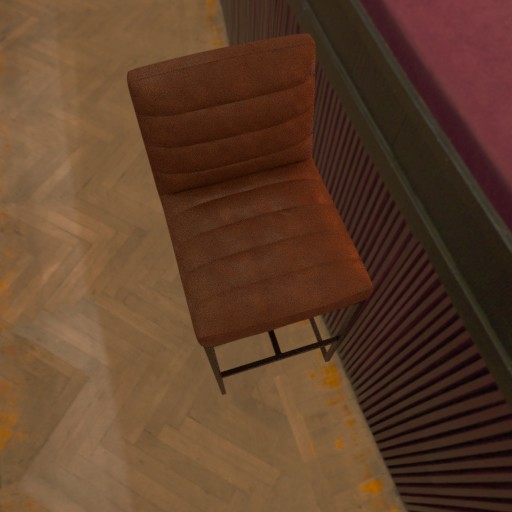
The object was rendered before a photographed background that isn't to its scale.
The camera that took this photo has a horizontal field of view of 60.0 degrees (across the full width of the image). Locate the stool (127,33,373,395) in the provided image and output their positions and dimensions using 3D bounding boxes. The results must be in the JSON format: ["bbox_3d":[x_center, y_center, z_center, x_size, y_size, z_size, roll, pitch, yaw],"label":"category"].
[{"bbox_3d":[0.000,0.000,1.355,0.463,1.065,0.562,-15,64,-8],"label":"stool"}]
